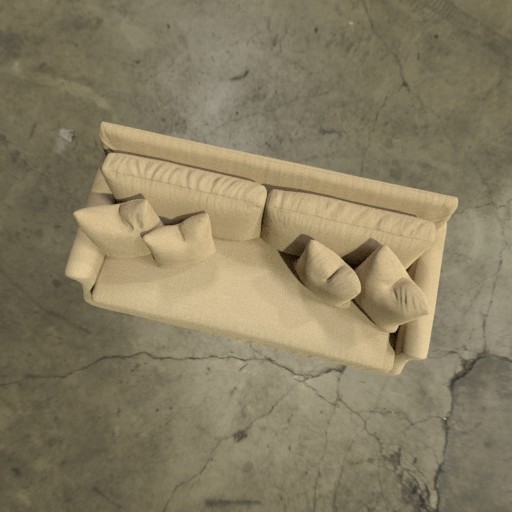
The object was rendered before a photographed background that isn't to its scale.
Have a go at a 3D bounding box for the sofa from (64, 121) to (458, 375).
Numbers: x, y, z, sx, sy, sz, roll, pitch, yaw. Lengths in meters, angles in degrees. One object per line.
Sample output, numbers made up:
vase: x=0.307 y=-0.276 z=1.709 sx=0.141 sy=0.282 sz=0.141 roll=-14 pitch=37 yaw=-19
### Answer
sofa: x=0.000 y=0.000 z=2.847 sx=2.285 sy=0.904 sz=1.067 roll=13 pitch=77 yaw=3
